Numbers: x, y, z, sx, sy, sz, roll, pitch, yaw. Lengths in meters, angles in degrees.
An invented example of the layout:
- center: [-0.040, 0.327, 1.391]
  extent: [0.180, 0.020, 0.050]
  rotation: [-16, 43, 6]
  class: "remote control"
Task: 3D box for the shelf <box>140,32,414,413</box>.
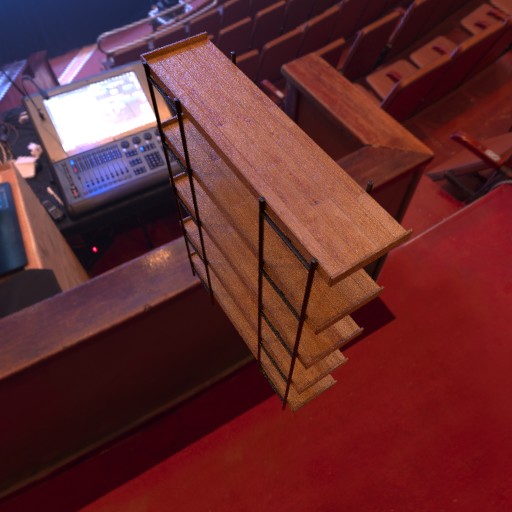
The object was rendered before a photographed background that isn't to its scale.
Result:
- center: [0.000, 0.000, 2.467]
  extent: [0.379, 1.826, 1.371]
  rotation: [-29, 62, -17]
  class: "shelf"
